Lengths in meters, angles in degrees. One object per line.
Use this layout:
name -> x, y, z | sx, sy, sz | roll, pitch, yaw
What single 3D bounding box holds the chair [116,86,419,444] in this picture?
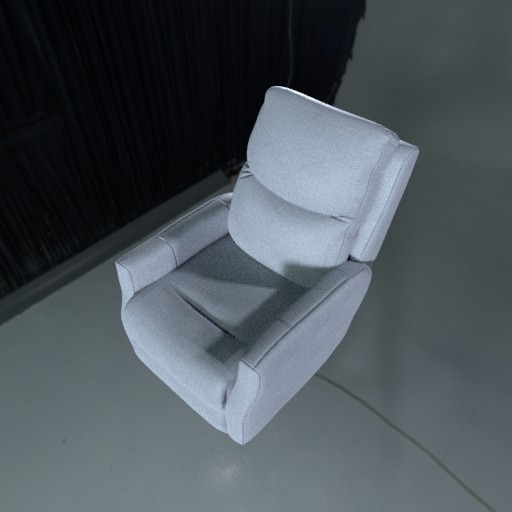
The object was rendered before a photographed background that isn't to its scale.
chair -> 0.000, 0.000, 1.838 | 0.829, 1.030, 1.080 | 32, 55, 27
